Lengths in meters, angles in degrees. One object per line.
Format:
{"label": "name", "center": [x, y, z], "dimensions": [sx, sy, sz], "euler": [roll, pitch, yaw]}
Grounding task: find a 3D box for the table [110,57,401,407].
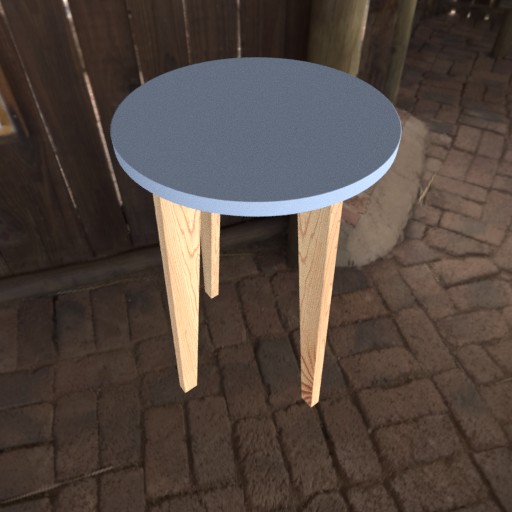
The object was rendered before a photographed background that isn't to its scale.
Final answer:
{"label": "table", "center": [0.000, 0.000, 0.724], "dimensions": [0.350, 0.500, 0.350], "euler": [0, 45, 0]}
